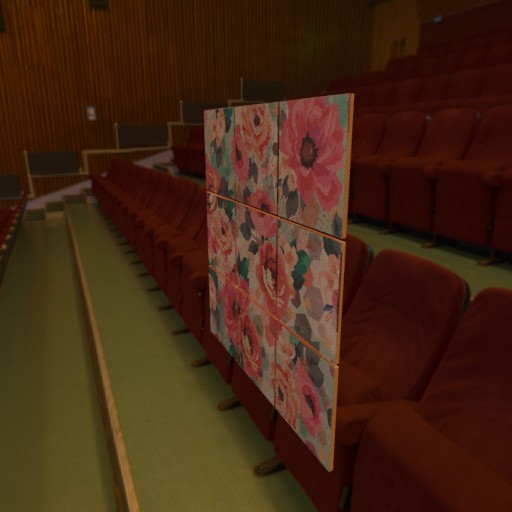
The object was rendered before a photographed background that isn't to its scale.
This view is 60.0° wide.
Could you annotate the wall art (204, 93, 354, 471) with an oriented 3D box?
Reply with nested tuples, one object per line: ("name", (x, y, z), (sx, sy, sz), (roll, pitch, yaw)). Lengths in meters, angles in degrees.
("wall art", (0.000, 0.000, 1.407), (0.012, 0.910, 0.911), (-7, 17, -24))
